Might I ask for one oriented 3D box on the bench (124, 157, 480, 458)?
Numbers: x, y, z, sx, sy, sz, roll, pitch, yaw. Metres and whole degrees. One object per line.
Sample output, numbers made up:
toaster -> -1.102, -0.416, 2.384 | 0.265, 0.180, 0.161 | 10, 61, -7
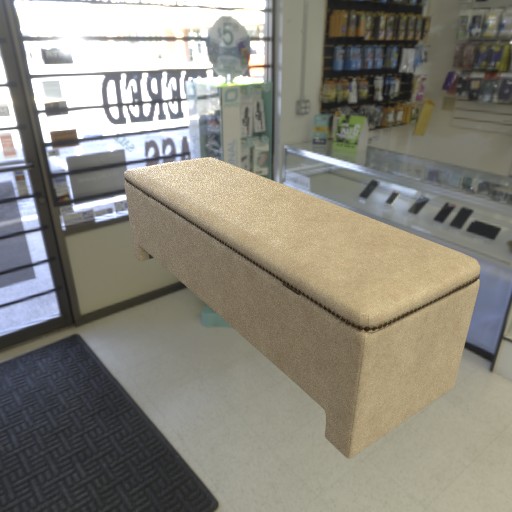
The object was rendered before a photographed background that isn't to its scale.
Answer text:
bench -> 0.000, 0.000, 1.681 | 0.470, 0.447, 1.482 | -17, 31, -31
